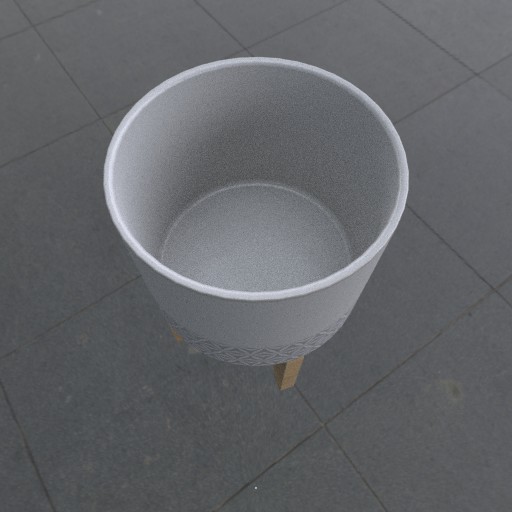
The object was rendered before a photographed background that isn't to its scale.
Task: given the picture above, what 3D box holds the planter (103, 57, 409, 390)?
[{"bbox_3d":[0.000,0.000,0.391,0.188,0.260,0.188,0,62,0],"label":"planter"}]
